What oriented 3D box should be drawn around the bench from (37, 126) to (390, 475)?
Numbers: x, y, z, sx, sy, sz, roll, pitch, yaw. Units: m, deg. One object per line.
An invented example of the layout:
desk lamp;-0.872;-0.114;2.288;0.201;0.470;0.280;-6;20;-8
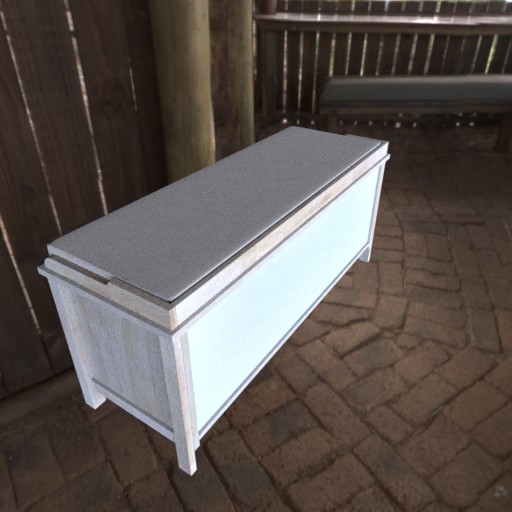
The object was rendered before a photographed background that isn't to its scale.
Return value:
bench;0.000;0.000;1.391;0.398;0.501;1.140;20;37;28
